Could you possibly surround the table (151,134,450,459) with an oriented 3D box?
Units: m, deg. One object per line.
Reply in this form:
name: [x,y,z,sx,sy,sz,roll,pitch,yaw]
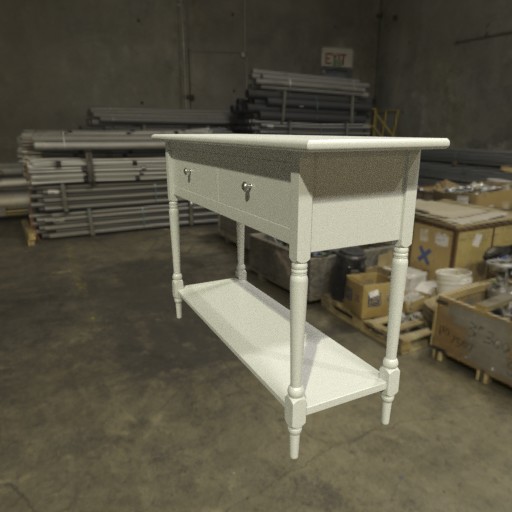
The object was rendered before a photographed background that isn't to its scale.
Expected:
table: [0.000,0.000,1.542,0.384,0.808,1.197,-8,18,-26]
